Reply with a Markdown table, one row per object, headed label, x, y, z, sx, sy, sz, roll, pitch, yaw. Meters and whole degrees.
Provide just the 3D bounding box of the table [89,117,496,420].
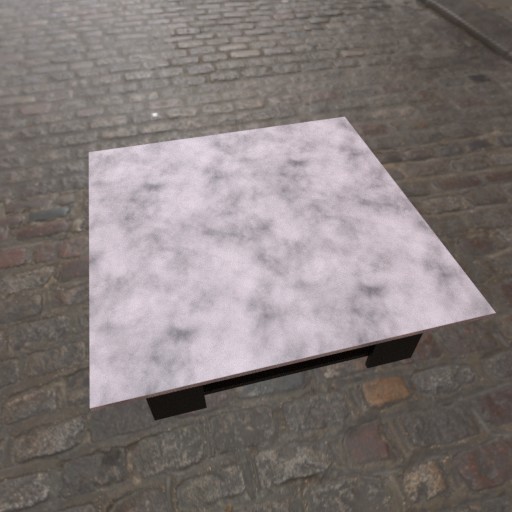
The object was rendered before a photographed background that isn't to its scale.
| label | x | y | z | sx | sy | sz | roll | pitch | yaw |
| --- | --- | --- | --- | --- | --- | --- | --- | --- | --- |
| table | 0.000 | 0.000 | 1.331 | 0.890 | 0.305 | 0.890 | -11 | 48 | -10 |
